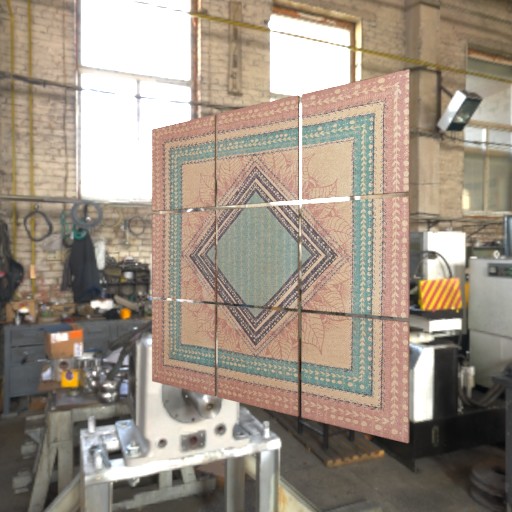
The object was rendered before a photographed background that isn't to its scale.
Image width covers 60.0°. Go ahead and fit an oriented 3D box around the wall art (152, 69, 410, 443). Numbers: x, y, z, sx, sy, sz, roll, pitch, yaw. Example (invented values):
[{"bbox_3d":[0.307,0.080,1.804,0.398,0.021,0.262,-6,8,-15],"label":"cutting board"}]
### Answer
[{"bbox_3d":[0.000,0.000,2.248,1.527,1.525,0.014,0,1,35],"label":"wall art"}]
